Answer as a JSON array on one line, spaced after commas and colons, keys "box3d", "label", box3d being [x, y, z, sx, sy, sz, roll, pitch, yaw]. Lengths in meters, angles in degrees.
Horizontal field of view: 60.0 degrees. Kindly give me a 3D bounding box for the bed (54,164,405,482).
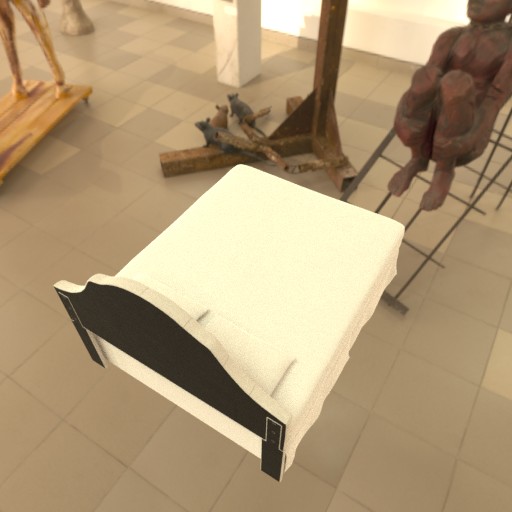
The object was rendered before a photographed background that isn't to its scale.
[{"box3d": [0.000, 0.000, 3.789, 2.039, 1.617, 2.477, 24, 52, 21], "label": "bed"}]
